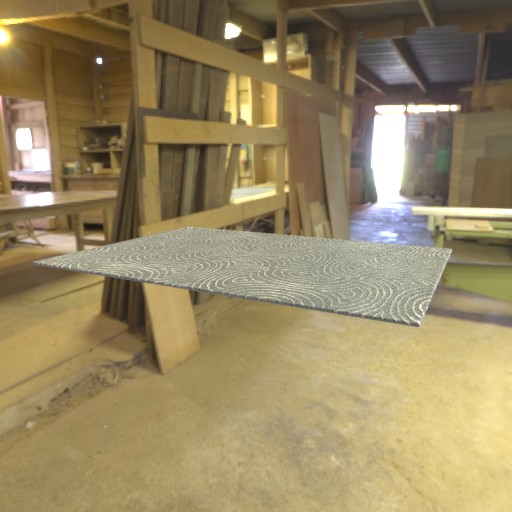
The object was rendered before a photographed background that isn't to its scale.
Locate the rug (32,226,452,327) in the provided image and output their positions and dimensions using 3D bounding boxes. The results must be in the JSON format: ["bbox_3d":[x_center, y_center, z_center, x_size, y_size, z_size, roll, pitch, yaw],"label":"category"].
[{"bbox_3d":[0.000,0.000,2.765,2.144,0.015,1.543,6,14,27],"label":"rug"}]
